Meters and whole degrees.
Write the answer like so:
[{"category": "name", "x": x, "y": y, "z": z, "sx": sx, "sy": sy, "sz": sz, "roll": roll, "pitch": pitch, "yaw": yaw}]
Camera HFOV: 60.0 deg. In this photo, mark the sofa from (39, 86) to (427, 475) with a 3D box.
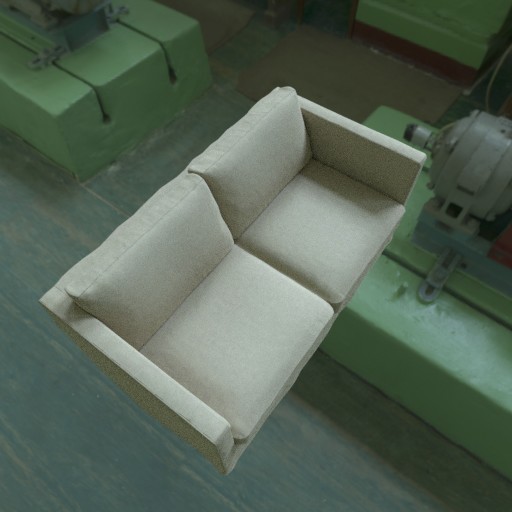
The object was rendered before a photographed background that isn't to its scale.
[{"category": "sofa", "x": 0.000, "y": 0.000, "z": 2.229, "sx": 0.962, "sy": 0.835, "sz": 1.719, "roll": 32, "pitch": 63, "yaw": 19}]
